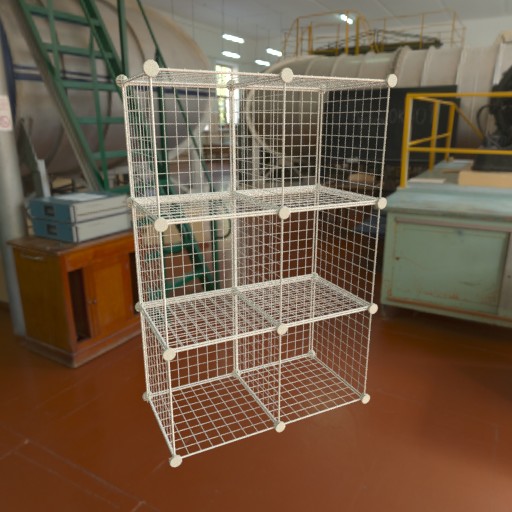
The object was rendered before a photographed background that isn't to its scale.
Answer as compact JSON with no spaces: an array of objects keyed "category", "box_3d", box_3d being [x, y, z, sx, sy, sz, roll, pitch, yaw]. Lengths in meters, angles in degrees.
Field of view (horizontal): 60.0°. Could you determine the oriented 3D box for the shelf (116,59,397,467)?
[{"category":"shelf","box_3d":[0.000,0.000,1.402,0.711,1.067,0.356,-8,19,-25]}]
